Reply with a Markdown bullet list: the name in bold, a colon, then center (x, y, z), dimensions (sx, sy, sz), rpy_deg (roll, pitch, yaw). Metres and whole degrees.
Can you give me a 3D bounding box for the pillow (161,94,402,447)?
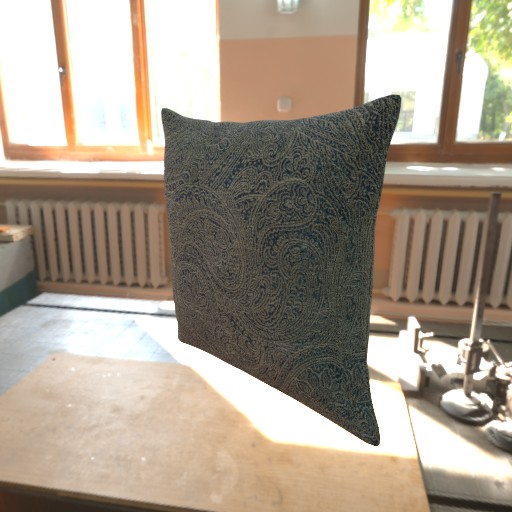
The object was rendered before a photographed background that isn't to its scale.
- **pillow**: center (0.000, 0.000, 0.778), dimensions (0.166, 0.510, 0.523), rpy_deg (-15, 22, -42)
